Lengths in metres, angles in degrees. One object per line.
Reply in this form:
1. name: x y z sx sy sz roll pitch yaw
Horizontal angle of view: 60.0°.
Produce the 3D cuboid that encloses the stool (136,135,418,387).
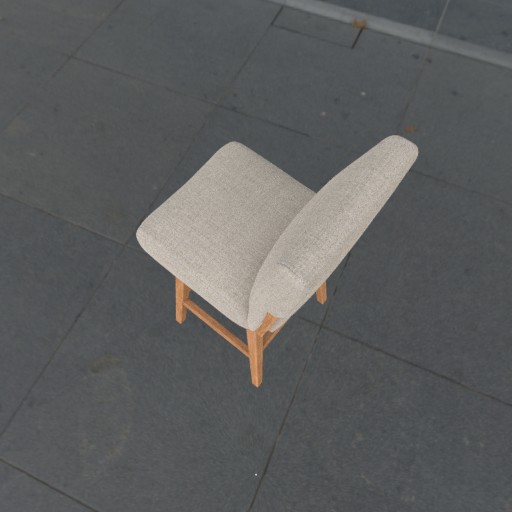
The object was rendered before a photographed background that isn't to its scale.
1. stool: 0.000 0.000 1.418 0.569 1.106 0.483 36 69 16
